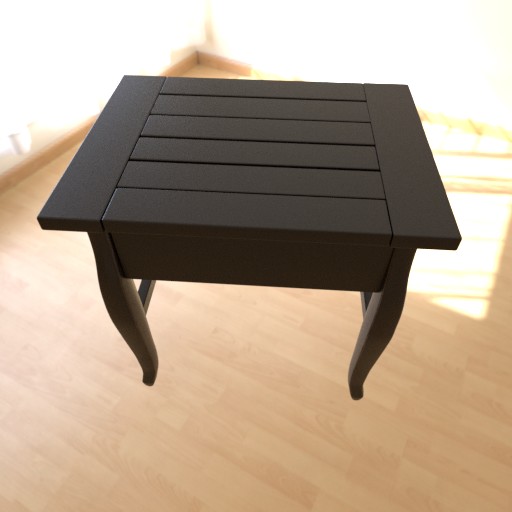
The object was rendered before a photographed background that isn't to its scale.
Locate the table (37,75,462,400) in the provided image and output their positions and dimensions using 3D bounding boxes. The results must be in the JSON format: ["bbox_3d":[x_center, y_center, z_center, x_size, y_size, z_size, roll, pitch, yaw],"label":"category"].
[{"bbox_3d":[0.000,0.000,0.998,0.602,0.604,0.460,3,47,3],"label":"table"}]
